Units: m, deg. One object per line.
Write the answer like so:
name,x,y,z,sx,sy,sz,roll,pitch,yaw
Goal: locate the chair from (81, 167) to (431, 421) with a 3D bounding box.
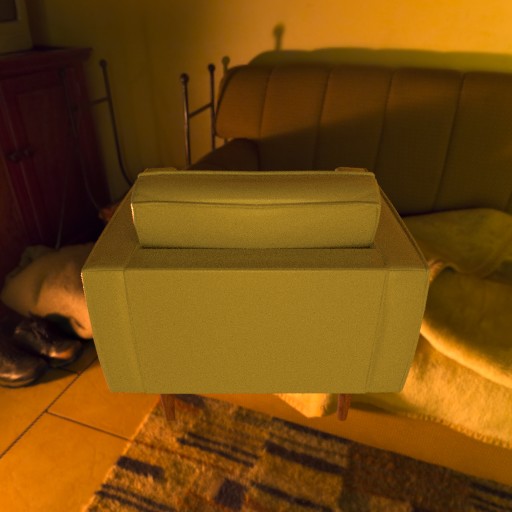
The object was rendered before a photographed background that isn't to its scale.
chair,0.000,0.000,1.556,0.928,0.773,0.843,0,30,0
